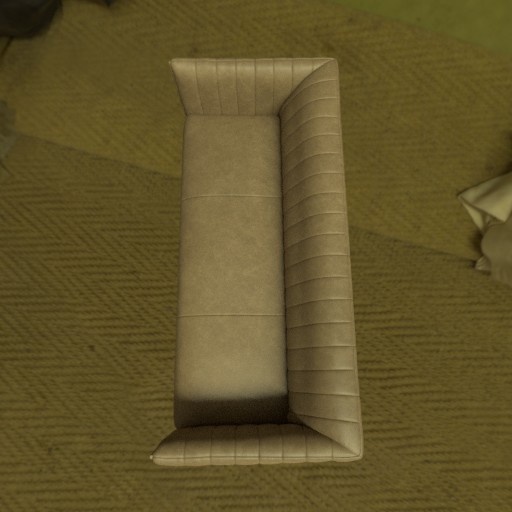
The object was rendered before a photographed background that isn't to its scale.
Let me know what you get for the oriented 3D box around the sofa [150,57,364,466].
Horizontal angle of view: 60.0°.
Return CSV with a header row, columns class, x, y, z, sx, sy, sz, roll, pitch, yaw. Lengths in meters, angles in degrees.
class,x,y,z,sx,sy,sz,roll,pitch,yaw
sofa,0.000,0.000,2.378,0.876,0.779,1.980,-1,75,0
